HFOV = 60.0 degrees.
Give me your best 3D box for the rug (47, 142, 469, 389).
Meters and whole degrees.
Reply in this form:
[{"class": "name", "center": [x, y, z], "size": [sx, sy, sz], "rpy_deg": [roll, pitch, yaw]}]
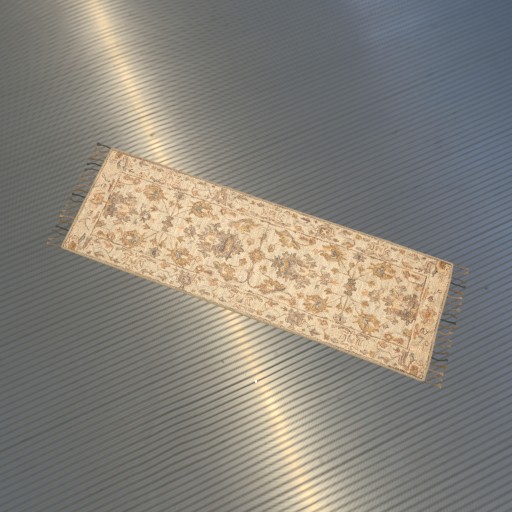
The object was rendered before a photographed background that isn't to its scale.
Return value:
[{"class": "rug", "center": [0.000, 0.000, 2.641], "size": [2.438, 0.021, 0.729], "rpy_deg": [19, 75, 5]}]
